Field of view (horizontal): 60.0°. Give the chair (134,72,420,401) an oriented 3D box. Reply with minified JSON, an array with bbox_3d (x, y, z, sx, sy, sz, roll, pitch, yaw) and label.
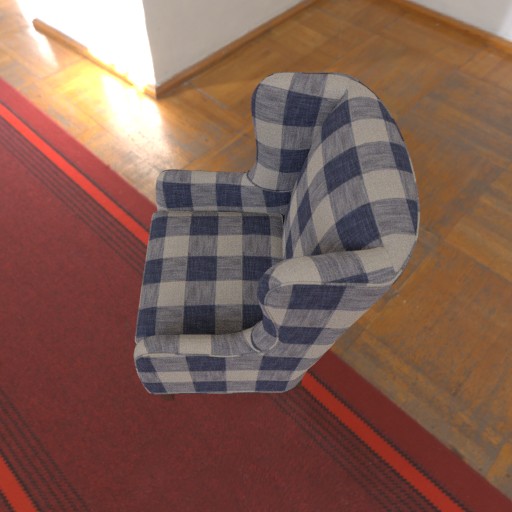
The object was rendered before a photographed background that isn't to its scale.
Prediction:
[{"bbox_3d":[0.000,0.000,1.679,0.889,1.041,0.830,-1,57,-1],"label":"chair"}]
